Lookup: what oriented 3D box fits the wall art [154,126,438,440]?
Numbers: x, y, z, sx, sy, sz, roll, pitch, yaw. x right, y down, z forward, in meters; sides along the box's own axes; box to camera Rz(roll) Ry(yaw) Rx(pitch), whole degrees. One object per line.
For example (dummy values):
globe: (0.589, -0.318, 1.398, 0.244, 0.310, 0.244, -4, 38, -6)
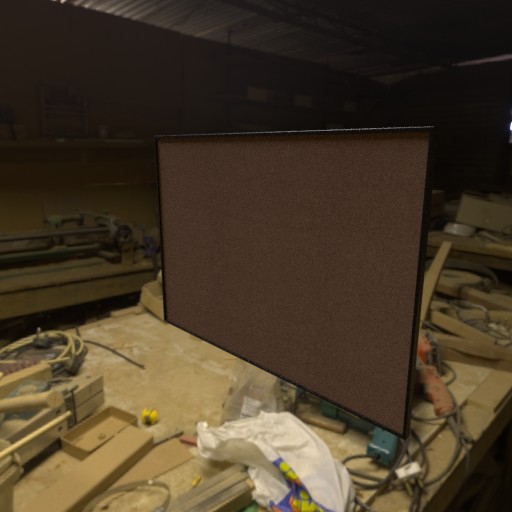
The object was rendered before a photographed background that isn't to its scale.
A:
wall art: (0.000, 0.000, 1.232, 0.019, 0.660, 0.957, -13, 19, -43)
